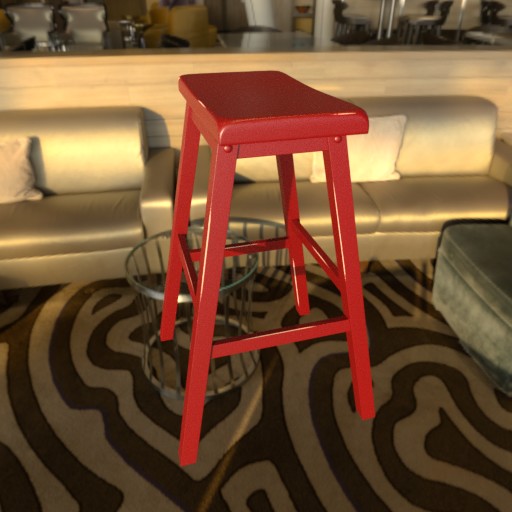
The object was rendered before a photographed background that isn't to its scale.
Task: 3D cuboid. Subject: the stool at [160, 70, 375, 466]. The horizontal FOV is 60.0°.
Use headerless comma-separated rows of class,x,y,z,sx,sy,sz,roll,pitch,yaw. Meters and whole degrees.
stool,0.000,0.000,1.029,0.476,0.737,0.457,-8,32,-14
